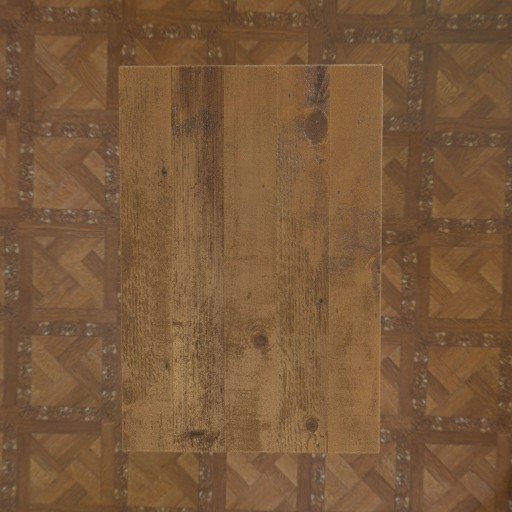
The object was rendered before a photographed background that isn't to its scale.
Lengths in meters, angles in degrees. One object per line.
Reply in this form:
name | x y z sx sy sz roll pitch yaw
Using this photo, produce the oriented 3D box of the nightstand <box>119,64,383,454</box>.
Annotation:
nightstand | 0.000 0.000 1.041 0.450 0.599 0.650 0 92 1
